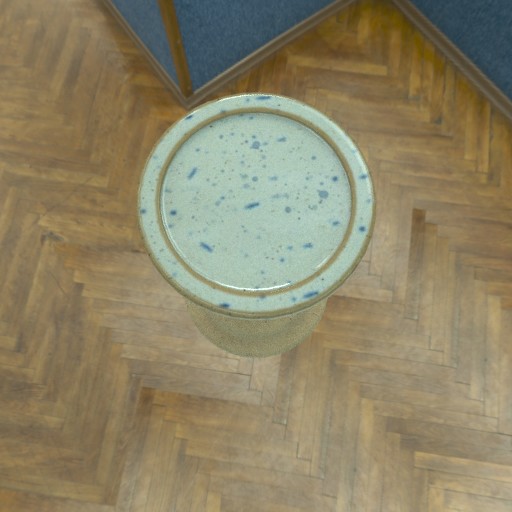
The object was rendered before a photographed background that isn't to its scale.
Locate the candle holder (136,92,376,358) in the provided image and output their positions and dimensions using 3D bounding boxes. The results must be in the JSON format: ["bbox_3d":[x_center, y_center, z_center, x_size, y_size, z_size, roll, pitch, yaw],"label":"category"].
[{"bbox_3d":[0.000,0.000,0.286,0.123,0.202,0.123,0,75,0],"label":"candle holder"}]
